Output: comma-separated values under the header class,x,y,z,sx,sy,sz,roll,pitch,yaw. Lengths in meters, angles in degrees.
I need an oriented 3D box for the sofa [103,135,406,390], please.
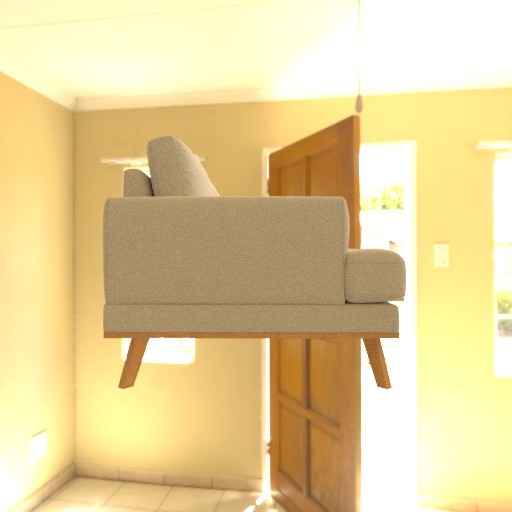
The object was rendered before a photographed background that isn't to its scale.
class,x,y,z,sx,sy,sz,roll,pitch,yaw
sofa,0.000,0.000,2.105,0.915,0.810,1.651,0,-1,1
